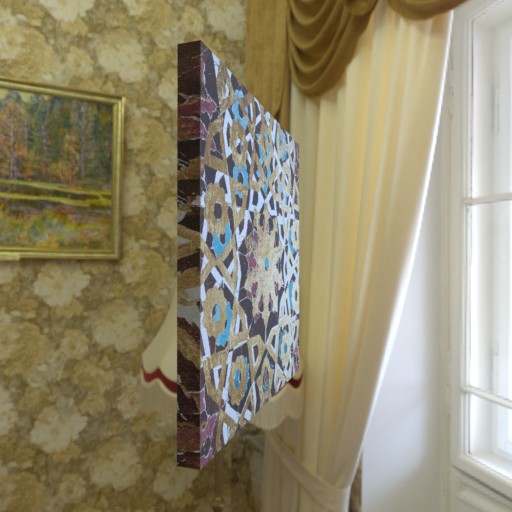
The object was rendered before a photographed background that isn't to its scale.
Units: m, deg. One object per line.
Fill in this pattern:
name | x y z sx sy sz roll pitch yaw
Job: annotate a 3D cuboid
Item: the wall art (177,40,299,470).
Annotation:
wall art | 0.000 0.000 0.926 0.041 0.613 0.609 0 -1 19
